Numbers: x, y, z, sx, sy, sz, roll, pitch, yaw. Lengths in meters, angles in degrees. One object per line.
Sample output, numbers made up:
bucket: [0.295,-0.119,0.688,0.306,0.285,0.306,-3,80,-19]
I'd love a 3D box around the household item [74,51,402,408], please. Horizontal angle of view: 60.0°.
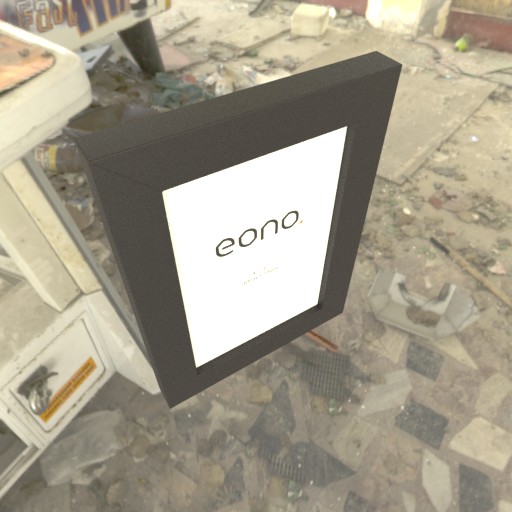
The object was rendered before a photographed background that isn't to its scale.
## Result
household item: [0.000,0.000,0.231,0.133,0.178,0.022,-25,52,-21]
